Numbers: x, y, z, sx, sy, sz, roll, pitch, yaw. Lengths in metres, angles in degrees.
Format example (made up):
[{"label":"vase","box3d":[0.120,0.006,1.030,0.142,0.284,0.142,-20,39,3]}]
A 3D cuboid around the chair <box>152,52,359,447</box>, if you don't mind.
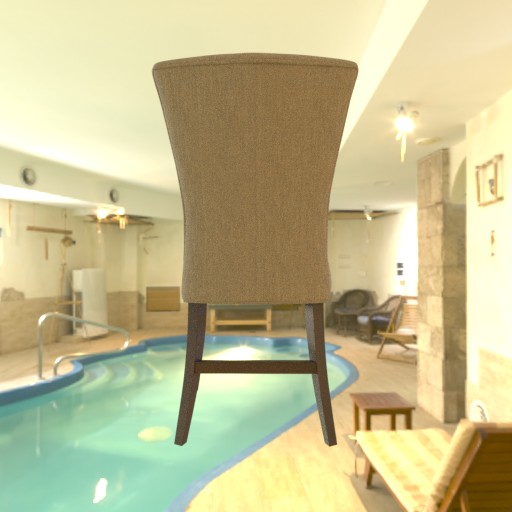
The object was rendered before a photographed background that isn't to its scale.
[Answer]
[{"label":"chair","box3d":[0.000,0.000,1.358,0.520,0.991,0.660,0,-1,1]}]
